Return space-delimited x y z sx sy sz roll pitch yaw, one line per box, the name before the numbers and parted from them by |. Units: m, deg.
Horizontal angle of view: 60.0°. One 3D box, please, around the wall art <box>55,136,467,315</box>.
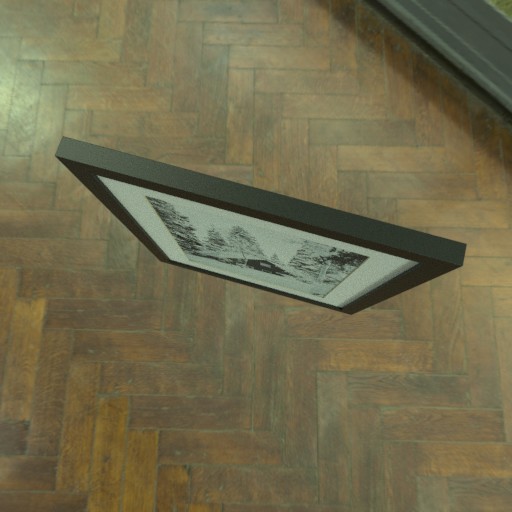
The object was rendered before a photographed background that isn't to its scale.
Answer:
wall art | 0.000 0.000 0.535 0.325 0.397 0.018 15 78 3
